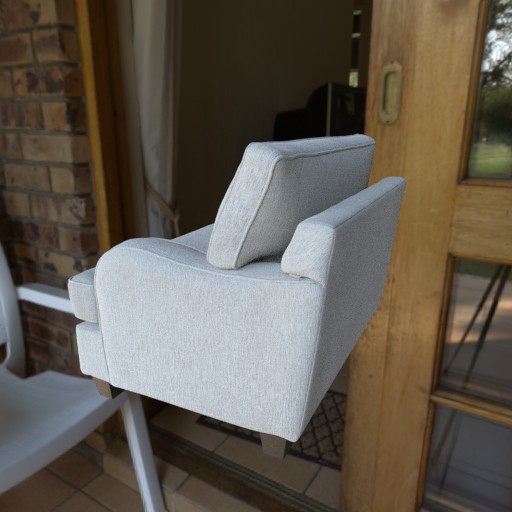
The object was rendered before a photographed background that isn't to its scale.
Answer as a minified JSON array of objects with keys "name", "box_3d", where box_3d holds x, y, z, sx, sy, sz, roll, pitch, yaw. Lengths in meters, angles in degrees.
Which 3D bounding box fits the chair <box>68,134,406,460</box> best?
[{"name":"chair","box_3d":[0.000,0.000,1.941,1.041,1.016,1.220,8,18,25]}]
